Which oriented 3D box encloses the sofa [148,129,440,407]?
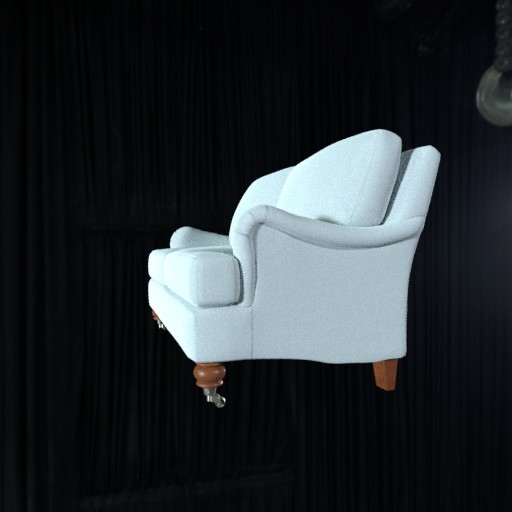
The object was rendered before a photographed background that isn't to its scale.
[{"bbox_3d":[0.000,0.000,2.556,1.084,1.101,1.853,0,1,-18],"label":"sofa"}]
